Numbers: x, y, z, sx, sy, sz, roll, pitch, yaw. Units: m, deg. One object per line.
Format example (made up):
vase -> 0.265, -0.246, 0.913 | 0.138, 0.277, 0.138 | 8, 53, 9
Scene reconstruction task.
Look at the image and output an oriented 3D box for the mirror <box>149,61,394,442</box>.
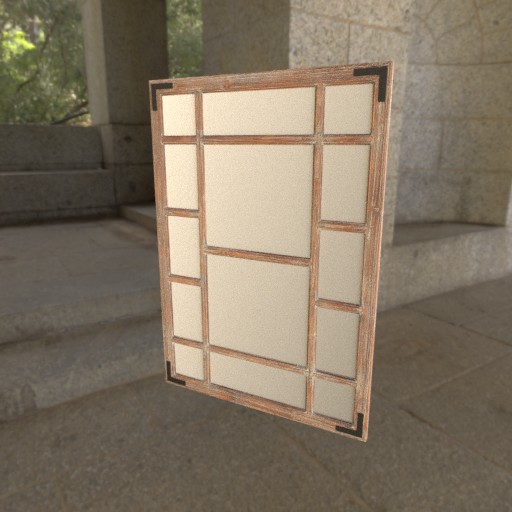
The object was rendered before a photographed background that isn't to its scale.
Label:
mirror -> 0.000, 0.000, 1.288 | 0.705, 0.996, 0.025 | 7, 16, 26
